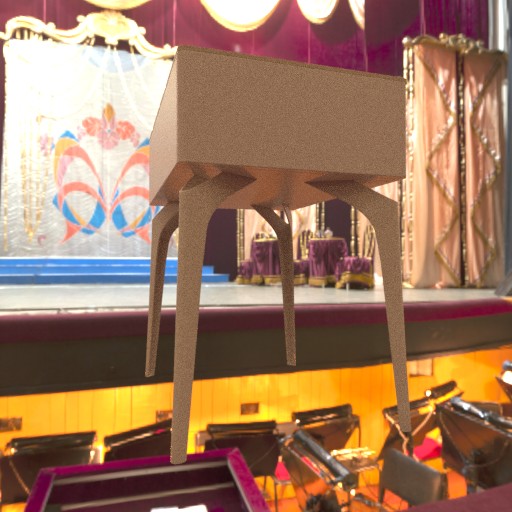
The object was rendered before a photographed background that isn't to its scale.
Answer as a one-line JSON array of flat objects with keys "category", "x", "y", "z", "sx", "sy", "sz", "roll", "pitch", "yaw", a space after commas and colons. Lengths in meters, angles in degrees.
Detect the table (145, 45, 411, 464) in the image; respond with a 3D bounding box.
[{"category": "table", "x": 0.000, "y": 0.000, "z": 0.896, "sx": 0.400, "sy": 0.570, "sz": 0.500, "roll": 0, "pitch": -1, "yaw": -18}]
